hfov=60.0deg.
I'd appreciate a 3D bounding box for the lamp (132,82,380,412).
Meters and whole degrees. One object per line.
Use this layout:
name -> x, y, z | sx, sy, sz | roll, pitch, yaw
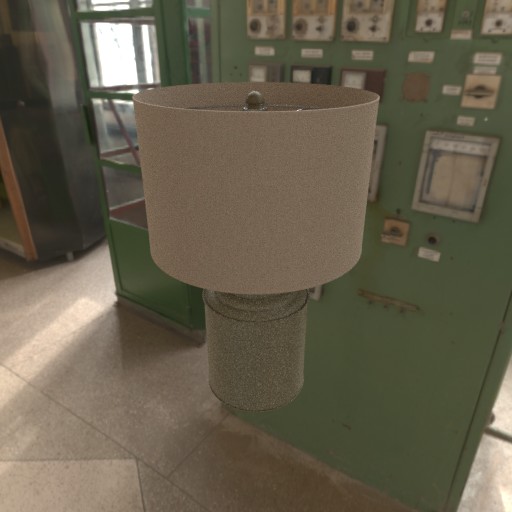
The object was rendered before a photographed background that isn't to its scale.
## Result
lamp -> 0.000, 0.000, 0.694 | 0.318, 0.486, 0.318 | 0, 26, 0
